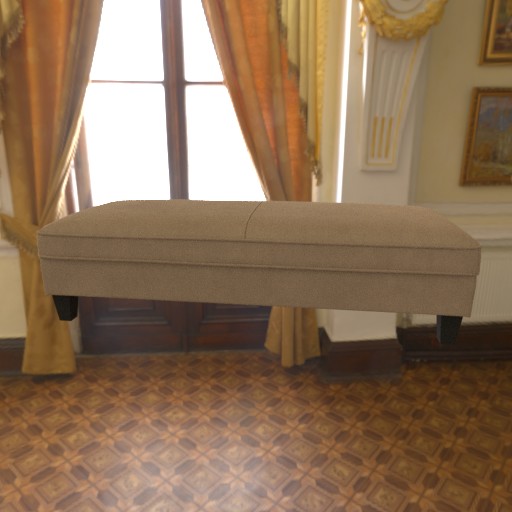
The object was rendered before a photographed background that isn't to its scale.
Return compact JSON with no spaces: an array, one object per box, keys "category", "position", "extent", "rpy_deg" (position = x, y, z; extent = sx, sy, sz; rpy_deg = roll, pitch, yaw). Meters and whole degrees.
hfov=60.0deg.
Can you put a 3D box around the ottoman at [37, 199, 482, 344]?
[{"category":"ottoman","position":[0.000,0.000,2.035],"extent":[1.726,0.460,0.735],"rpy_deg":[2,16,8]}]
